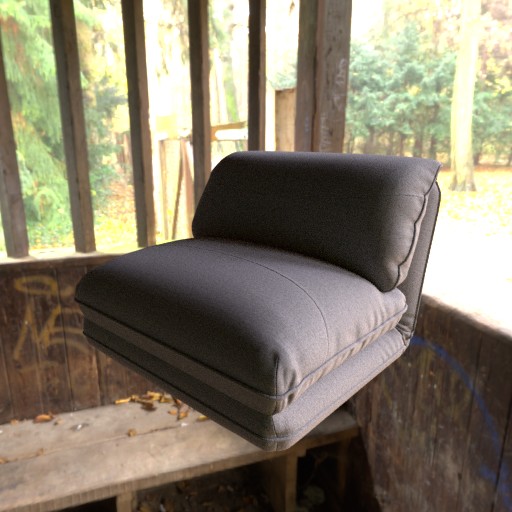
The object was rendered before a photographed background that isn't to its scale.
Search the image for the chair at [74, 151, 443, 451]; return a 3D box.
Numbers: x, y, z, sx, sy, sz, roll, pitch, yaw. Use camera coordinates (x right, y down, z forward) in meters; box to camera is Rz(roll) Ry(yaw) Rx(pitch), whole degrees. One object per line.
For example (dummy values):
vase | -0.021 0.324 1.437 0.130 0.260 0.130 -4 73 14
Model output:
chair | 0.000 0.000 1.305 0.820 0.580 0.780 13 20 40
